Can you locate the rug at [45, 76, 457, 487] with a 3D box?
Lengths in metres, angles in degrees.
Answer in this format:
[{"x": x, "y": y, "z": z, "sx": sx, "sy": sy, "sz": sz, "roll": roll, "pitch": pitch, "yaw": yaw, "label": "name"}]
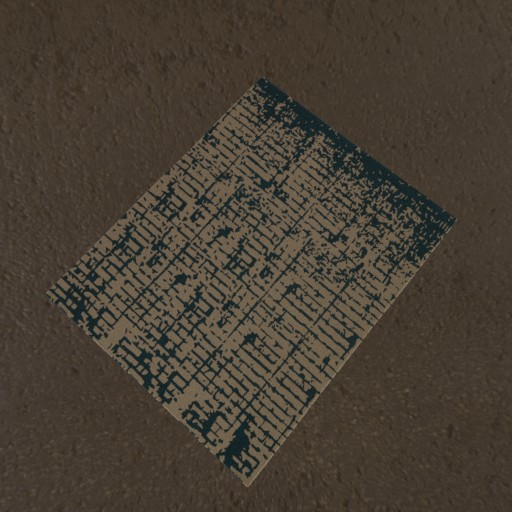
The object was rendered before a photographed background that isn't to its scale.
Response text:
[{"x": 0.000, "y": 0.000, "z": 4.079, "sx": 2.416, "sy": 0.014, "sz": 3.017, "roll": 40, "pitch": 78, "yaw": 10, "label": "rug"}]
